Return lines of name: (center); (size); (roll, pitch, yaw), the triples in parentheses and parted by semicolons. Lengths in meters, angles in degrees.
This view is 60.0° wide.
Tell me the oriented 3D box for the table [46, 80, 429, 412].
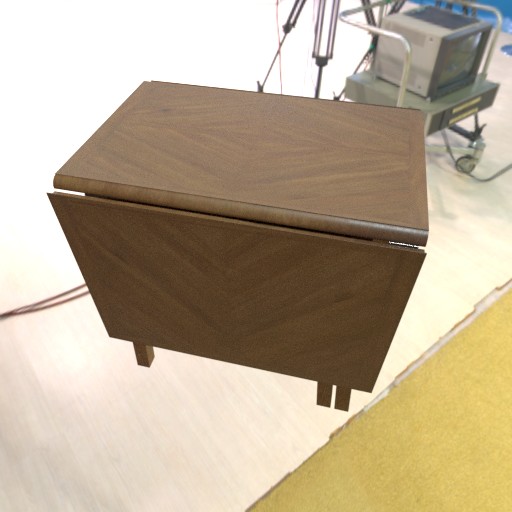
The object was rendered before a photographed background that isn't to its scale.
table: (0.000, 0.000, 1.658); (0.967, 0.981, 0.701); (10, 46, 9)
